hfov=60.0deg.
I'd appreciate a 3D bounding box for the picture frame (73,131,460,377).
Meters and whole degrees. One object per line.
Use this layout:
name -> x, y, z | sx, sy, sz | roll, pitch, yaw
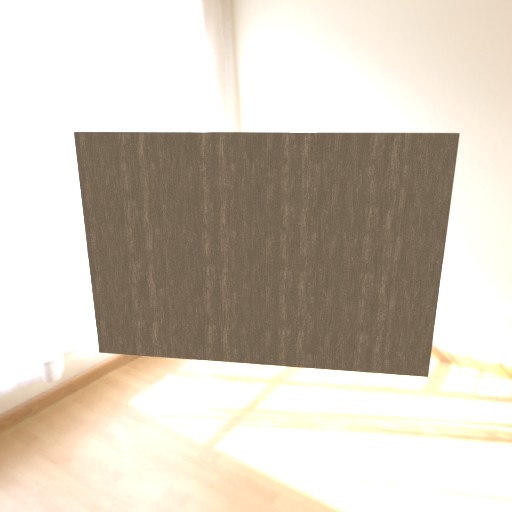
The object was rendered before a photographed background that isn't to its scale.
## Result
picture frame -> 0.000, 0.000, 1.190 | 0.950, 0.640, 0.029 | 2, 17, 8
